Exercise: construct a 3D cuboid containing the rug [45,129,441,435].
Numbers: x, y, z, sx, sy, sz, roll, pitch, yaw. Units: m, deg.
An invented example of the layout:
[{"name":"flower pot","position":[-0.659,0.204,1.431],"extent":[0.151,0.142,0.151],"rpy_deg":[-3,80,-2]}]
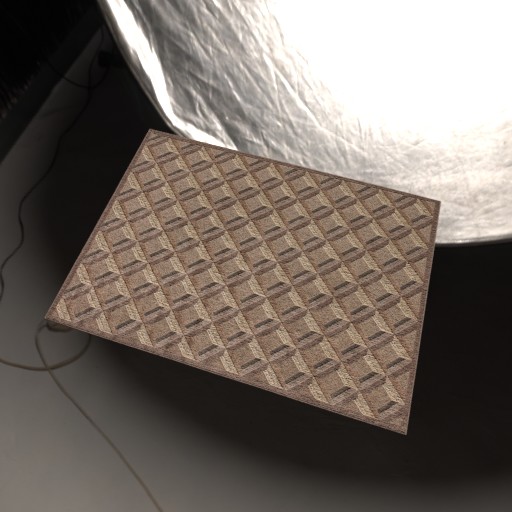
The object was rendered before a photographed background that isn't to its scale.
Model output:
[{"name":"rug","position":[0.000,0.000,4.318],"extent":[3.294,0.018,2.382],"rpy_deg":[16,64,8]}]
